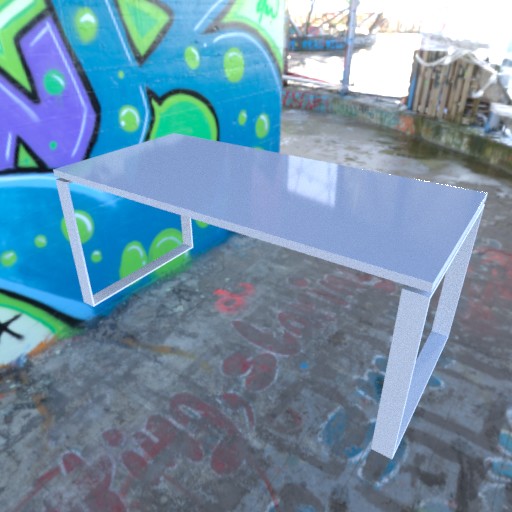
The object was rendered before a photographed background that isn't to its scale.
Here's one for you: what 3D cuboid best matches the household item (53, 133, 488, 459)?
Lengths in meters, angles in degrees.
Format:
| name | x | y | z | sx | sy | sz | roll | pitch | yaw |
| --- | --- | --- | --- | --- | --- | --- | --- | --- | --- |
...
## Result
| name | x | y | z | sx | sy | sz | roll | pitch | yaw |
| --- | --- | --- | --- | --- | --- | --- | --- | --- | --- |
| household item | 0.000 | 0.000 | 2.085 | 1.700 | 0.745 | 0.800 | 18 | 34 | 29 |
